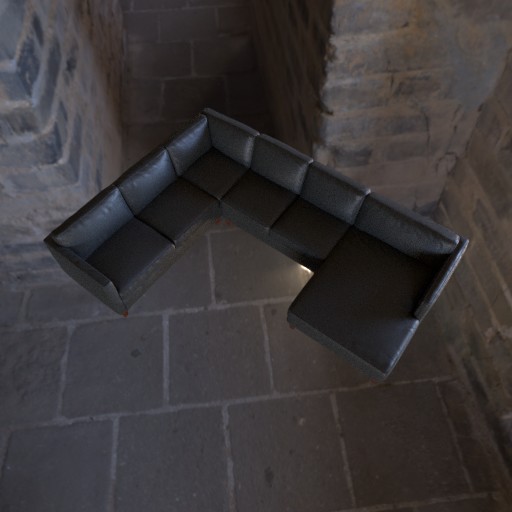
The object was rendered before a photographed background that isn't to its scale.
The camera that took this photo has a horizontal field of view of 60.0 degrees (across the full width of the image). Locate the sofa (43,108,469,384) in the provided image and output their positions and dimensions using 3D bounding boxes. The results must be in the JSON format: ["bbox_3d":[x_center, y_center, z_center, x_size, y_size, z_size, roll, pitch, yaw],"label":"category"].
[{"bbox_3d":[0.000,0.000,4.639,3.460,0.923,2.593,32,62,19],"label":"sofa"}]
